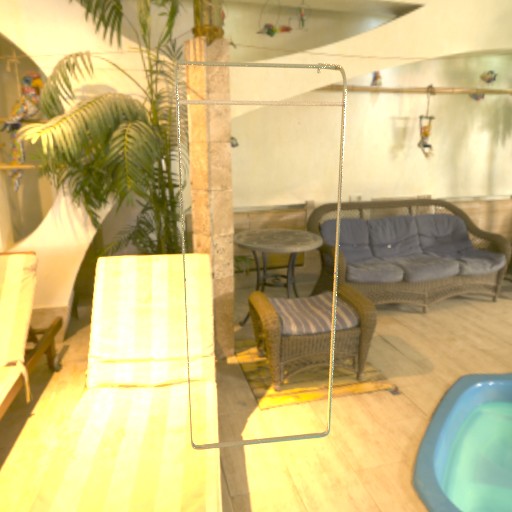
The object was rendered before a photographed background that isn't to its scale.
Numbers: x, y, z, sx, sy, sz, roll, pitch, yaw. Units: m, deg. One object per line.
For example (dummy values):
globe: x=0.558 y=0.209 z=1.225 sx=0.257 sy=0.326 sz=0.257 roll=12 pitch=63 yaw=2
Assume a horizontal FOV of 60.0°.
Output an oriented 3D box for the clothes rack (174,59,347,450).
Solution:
clothes rack: x=0.000 y=0.000 z=1.866 sx=0.609 sy=1.574 sz=0.349 roll=-2 pitch=15 yaw=-8
